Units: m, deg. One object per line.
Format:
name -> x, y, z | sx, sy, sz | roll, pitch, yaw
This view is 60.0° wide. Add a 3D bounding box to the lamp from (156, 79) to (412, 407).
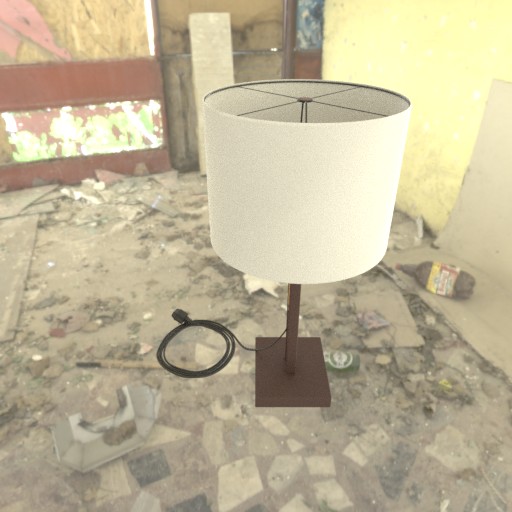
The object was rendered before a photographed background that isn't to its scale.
lamp -> 0.000, 0.000, 0.958 | 0.525, 0.668, 0.396 | 0, 31, 0
